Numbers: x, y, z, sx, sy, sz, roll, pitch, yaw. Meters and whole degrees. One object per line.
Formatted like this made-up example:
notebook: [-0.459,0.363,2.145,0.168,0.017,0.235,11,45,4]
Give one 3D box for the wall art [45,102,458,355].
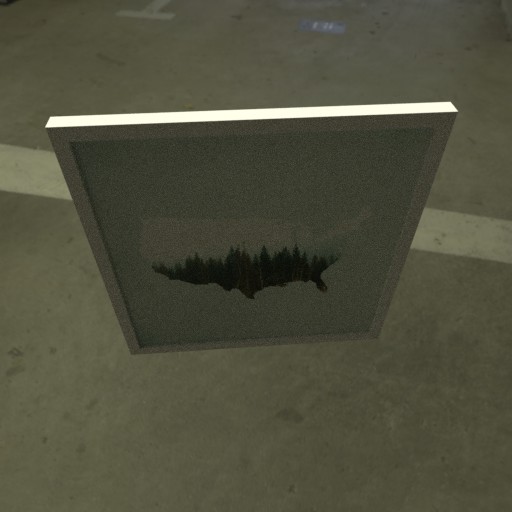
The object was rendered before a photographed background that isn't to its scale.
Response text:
wall art: [0.000,0.000,1.102,0.762,0.762,0.038,-3,46,-3]
